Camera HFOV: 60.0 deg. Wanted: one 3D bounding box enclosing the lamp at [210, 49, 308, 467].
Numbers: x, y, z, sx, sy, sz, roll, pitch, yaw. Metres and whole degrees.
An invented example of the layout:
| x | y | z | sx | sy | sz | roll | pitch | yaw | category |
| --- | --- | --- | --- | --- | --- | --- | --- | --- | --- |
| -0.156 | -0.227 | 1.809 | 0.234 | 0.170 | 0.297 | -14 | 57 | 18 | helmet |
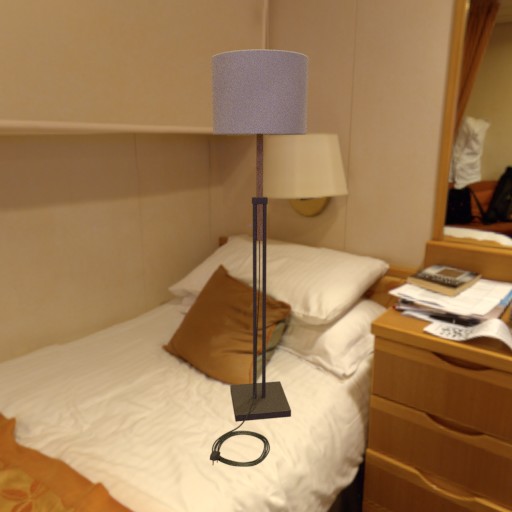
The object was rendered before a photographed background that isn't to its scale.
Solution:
| x | y | z | sx | sy | sz | roll | pitch | yaw | category |
| --- | --- | --- | --- | --- | --- | --- | --- | --- | --- |
| 0.000 | 0.000 | 1.957 | 0.474 | 1.650 | 0.639 | -2 | 15 | -8 | lamp |
